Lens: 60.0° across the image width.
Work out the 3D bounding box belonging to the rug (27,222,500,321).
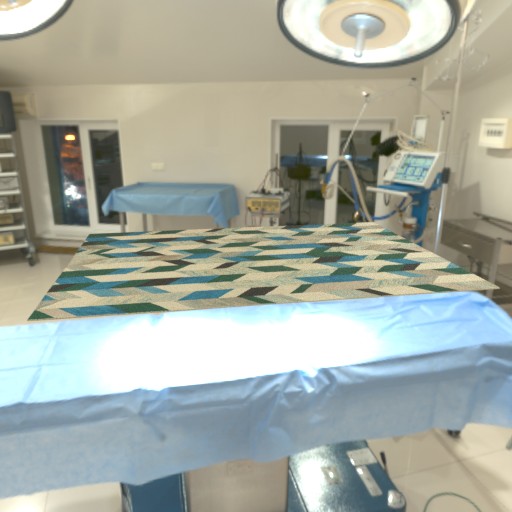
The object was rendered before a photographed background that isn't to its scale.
[{"bbox_3d":[0.000,0.000,2.249,1.827,0.005,1.229,-3,17,-9],"label":"rug"}]
